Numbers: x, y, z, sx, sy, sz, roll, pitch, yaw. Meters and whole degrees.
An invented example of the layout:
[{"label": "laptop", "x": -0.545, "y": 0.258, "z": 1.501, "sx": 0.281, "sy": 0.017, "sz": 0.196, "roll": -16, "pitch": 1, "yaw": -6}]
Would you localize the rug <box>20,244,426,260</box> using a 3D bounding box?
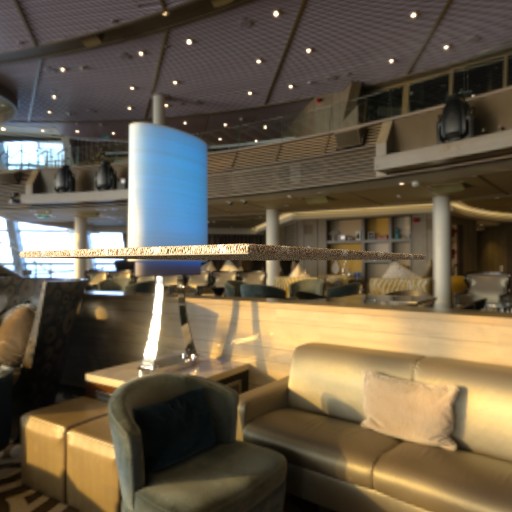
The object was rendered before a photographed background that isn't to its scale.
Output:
[{"label": "rug", "x": 0.000, "y": 0.000, "z": 2.256, "sx": 1.219, "sy": 0.030, "sz": 1.778, "roll": -1, "pitch": -1, "yaw": 35}]
